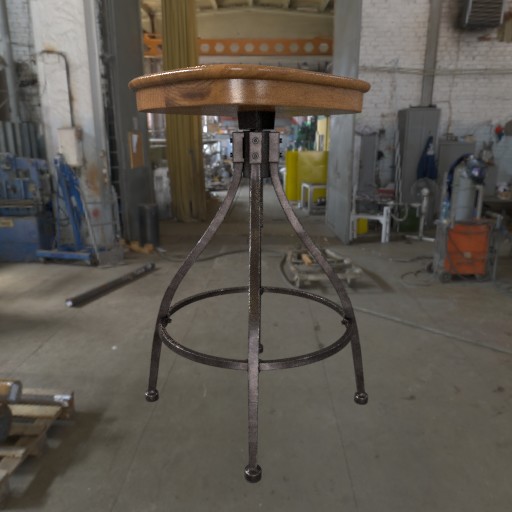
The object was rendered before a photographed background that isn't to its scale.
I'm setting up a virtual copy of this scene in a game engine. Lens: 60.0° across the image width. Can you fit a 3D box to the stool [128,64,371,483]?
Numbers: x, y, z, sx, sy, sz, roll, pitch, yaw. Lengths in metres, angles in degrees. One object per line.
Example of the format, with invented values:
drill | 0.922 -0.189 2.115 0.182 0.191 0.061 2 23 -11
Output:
stool | 0.000 0.000 0.944 0.432 0.694 0.424 -14 20 -42
